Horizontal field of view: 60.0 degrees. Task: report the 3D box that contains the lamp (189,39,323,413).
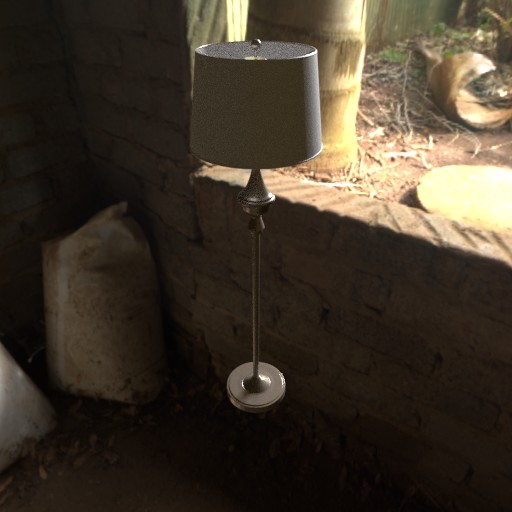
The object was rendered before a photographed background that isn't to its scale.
[{"bbox_3d":[0.000,0.000,1.680,0.431,1.488,0.431,0,33,0],"label":"lamp"}]
